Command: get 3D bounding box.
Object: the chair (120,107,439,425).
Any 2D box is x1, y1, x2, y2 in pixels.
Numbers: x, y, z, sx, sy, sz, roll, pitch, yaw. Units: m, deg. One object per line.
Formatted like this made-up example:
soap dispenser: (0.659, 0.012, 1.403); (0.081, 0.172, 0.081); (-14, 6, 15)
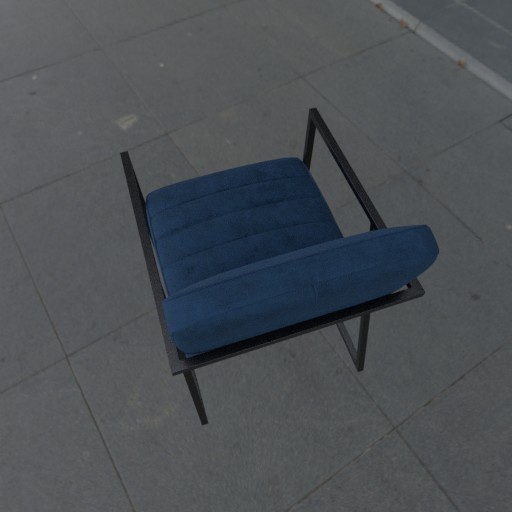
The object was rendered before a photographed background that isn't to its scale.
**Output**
chair: (0.000, 0.000, 1.262); (0.571, 0.833, 0.677); (-16, 60, -9)
